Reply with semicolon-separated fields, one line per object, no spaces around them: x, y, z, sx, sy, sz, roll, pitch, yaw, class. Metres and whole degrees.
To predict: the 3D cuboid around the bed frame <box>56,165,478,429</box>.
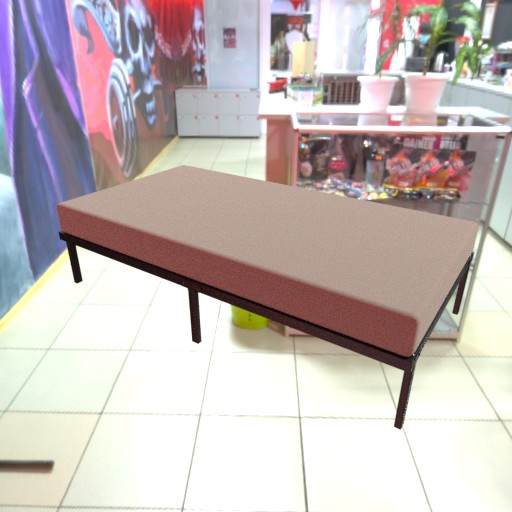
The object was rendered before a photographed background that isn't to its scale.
0.000;0.000;3.195;2.635;0.680;1.393;17;31;30;bed frame
